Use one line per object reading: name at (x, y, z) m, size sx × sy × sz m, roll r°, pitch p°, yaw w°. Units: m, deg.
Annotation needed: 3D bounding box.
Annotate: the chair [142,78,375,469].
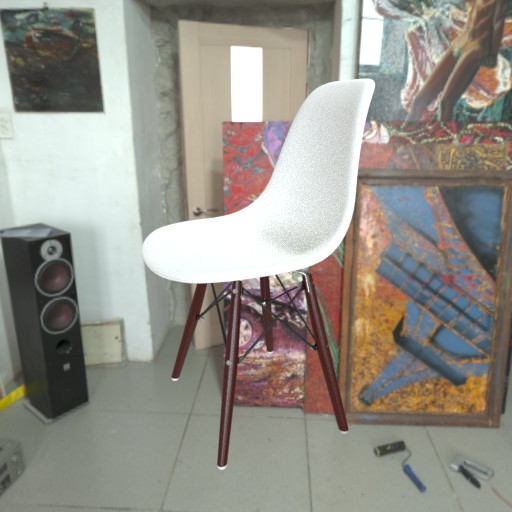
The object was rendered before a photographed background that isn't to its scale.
chair at (0.000, 0.000, 1.095) m, size 0.533 × 0.826 × 0.470 m, roll -8°, pitch 20°, yaw -25°
